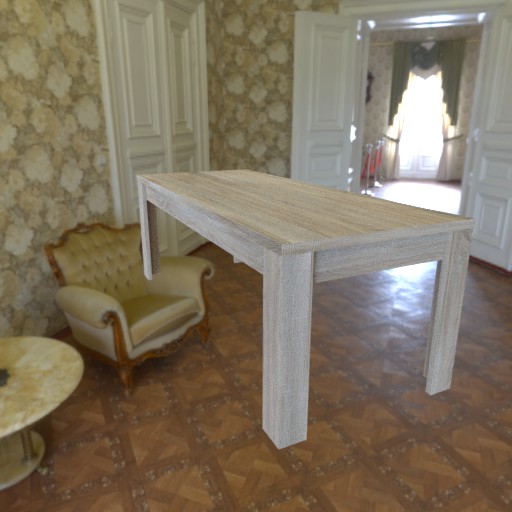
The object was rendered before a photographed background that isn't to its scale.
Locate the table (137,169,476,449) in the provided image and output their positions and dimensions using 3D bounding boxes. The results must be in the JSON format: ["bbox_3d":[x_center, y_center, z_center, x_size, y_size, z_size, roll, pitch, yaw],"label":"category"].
[{"bbox_3d":[0.000,0.000,2.663,0.900,0.790,2.200,-8,19,-25],"label":"table"}]
